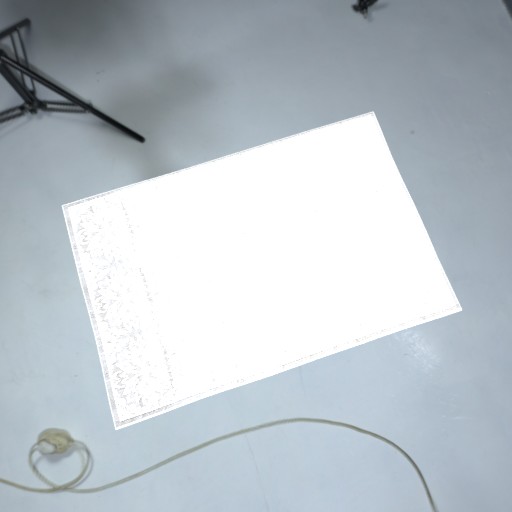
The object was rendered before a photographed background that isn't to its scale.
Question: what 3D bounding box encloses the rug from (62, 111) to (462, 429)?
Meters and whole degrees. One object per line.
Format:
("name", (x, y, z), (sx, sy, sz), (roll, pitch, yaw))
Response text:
("rug", (0.000, 0.000, 3.521), (2.746, 0.018, 1.819), (-18, 76, -4))
